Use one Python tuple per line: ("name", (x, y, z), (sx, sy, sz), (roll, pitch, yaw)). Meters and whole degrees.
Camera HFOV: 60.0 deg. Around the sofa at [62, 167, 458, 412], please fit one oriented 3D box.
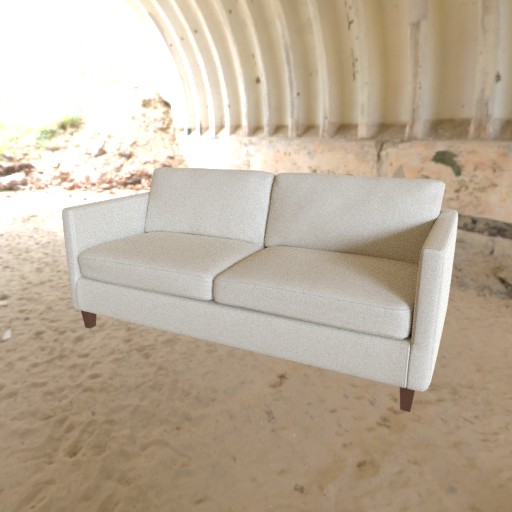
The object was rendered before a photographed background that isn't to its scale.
("sofa", (0.000, 0.000, 2.467), (1.981, 0.889, 0.965), (8, 18, 25))
